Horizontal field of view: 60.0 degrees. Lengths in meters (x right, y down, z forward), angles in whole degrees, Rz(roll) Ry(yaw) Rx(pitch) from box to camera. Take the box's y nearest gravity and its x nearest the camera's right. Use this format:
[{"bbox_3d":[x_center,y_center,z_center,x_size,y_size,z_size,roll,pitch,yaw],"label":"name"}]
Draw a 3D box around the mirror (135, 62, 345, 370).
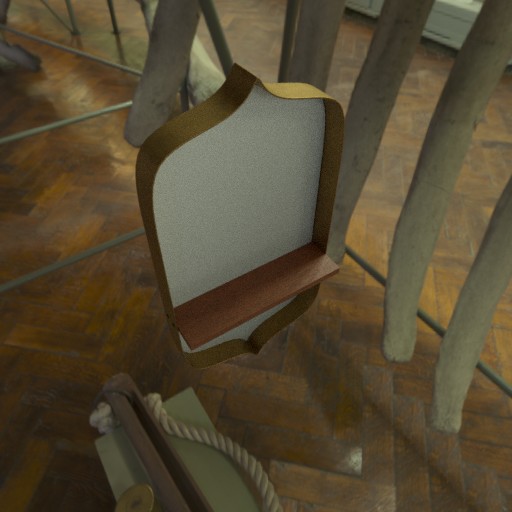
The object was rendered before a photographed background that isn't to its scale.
[{"bbox_3d":[0.000,0.000,0.745,0.323,0.613,0.096,-25,51,-22],"label":"mirror"}]
